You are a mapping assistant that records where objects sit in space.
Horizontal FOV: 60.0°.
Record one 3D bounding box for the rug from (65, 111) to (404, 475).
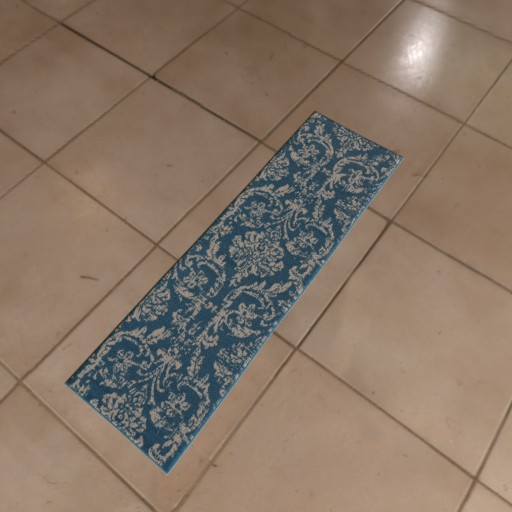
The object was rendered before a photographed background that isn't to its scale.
[{"bbox_3d":[0.000,0.000,2.433,0.662,0.011,2.196,33,68,16],"label":"rug"}]
